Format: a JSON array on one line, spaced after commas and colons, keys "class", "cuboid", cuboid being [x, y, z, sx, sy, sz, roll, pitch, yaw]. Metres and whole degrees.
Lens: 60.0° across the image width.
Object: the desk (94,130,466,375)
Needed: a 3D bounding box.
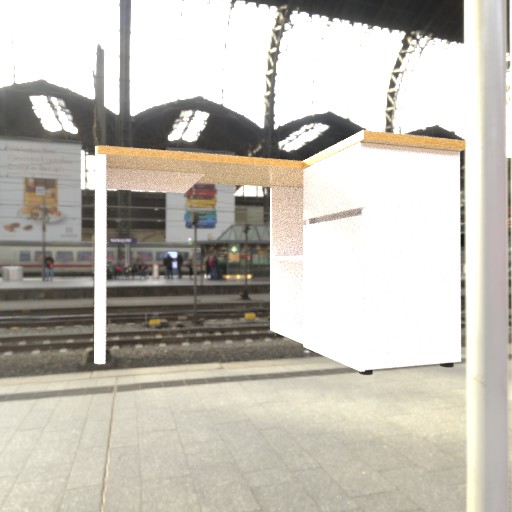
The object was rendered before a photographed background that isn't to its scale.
[{"class": "desk", "cuboid": [0.000, 0.000, 1.710, 1.170, 0.760, 0.900, 0, -1, -18]}]
